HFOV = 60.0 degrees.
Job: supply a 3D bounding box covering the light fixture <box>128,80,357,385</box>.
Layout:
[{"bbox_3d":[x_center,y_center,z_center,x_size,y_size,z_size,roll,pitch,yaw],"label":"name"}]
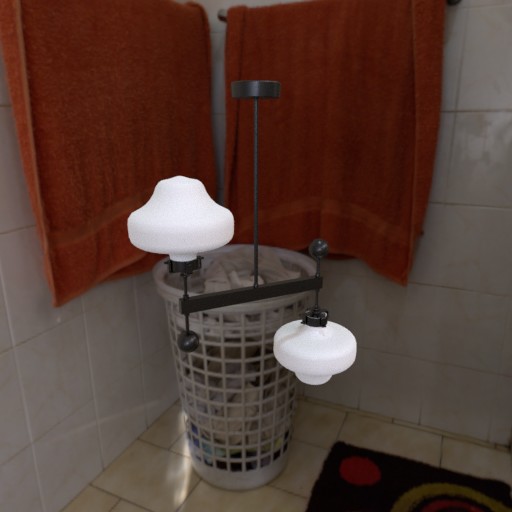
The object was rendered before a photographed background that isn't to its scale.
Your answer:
[{"bbox_3d":[0.000,0.000,1.017,0.422,0.743,0.489,8,18,25],"label":"light fixture"}]
